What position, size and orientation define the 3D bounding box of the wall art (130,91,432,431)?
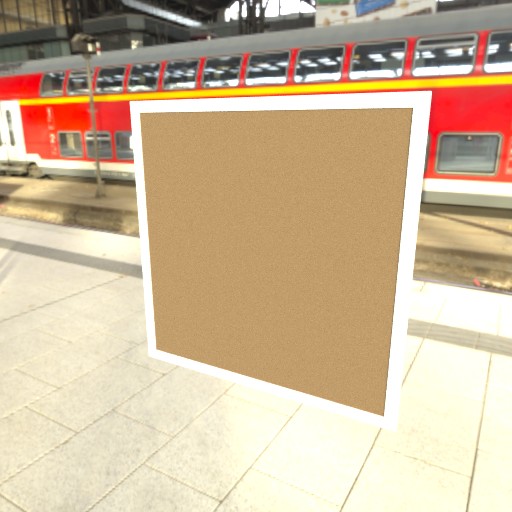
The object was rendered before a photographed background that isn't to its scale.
[{"bbox_3d":[0.000,0.000,1.203,0.812,0.812,0.015,9,18,27],"label":"wall art"}]
